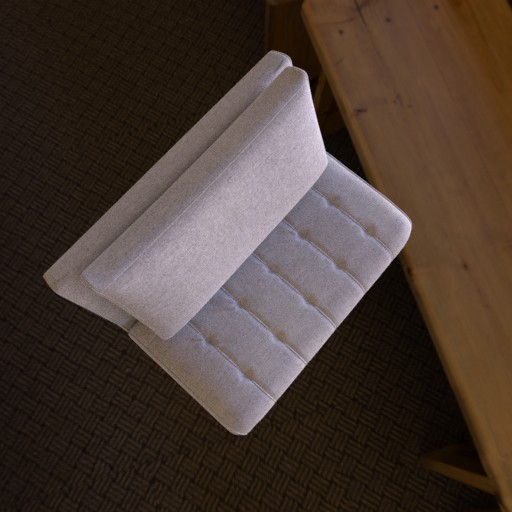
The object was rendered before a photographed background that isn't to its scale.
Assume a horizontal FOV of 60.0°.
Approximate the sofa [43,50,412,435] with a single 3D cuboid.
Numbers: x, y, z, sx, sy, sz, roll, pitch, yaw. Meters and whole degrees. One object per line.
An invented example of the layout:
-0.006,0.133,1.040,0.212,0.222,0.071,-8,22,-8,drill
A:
0.000,0.000,1.871,0.910,0.910,1.220,40,79,9,sofa
